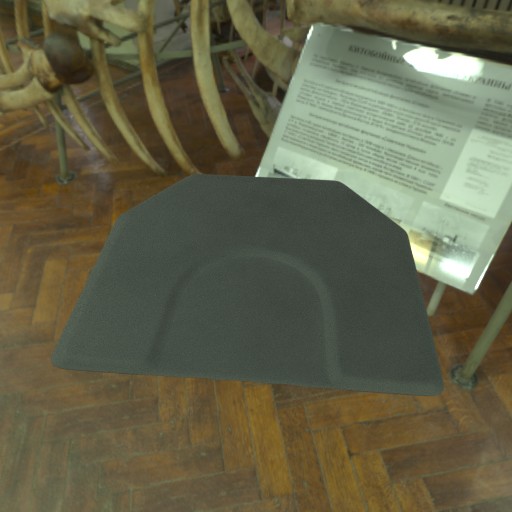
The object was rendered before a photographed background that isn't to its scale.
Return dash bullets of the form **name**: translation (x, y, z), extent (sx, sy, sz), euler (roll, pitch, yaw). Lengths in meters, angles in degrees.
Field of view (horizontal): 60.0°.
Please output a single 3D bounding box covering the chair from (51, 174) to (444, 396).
- **chair**: translation (0.000, 0.000, 1.934), extent (1.372, 0.024, 1.219), euler (3, 45, 3)
